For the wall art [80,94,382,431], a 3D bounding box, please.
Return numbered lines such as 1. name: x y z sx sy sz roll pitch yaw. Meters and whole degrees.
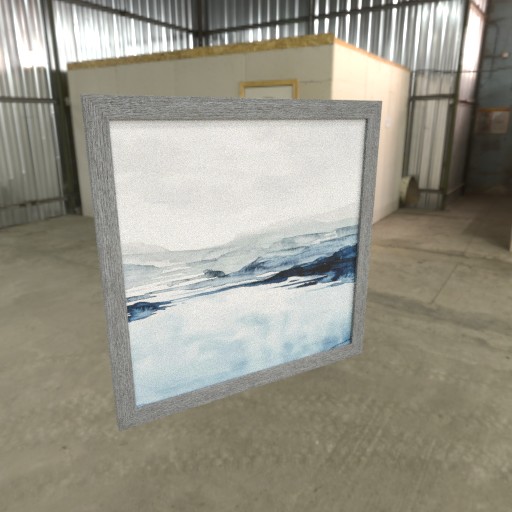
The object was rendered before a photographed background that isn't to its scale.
1. wall art: 0.000 0.000 1.020 0.685 0.685 0.020 -9 20 -27
